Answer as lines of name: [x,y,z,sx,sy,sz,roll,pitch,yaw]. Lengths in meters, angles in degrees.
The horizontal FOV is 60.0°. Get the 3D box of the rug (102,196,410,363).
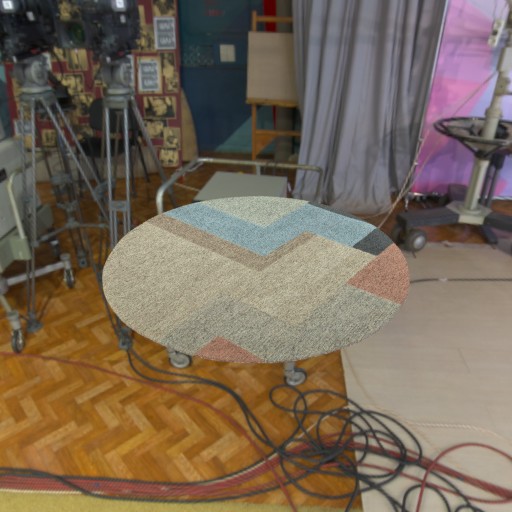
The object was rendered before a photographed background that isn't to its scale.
rug: [0.000,0.000,3.694,2.461,0.033,2.461,0,31,0]
